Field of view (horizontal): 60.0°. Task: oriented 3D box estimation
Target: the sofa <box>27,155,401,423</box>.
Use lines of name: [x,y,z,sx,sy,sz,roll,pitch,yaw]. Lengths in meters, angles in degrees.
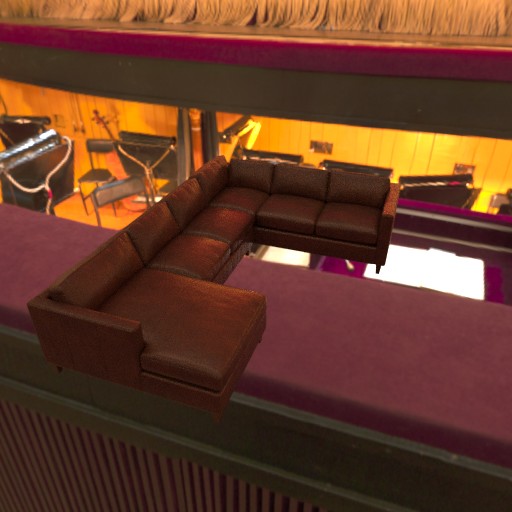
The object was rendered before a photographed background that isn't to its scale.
sofa: [0.000,0.000,4.411,2.452,0.891,3.324,11,33,17]
